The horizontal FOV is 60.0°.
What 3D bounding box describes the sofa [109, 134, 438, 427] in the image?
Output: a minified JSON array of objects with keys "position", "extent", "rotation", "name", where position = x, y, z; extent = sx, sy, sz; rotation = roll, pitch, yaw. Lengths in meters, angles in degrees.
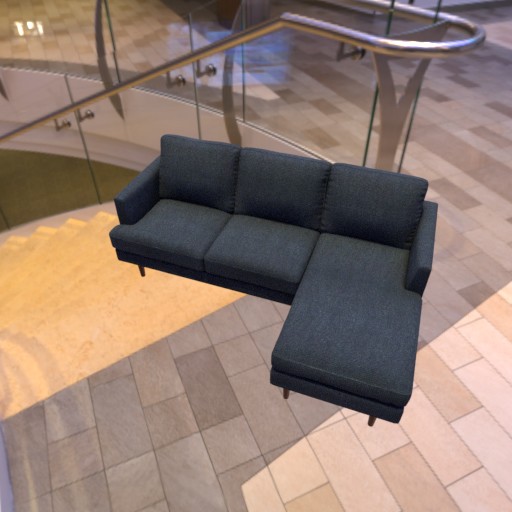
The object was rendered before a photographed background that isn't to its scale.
[{"position":[0.000,0.000,3.053],"extent":[2.233,0.956,1.504],"rotation":[14,43,15],"name":"sofa"}]
